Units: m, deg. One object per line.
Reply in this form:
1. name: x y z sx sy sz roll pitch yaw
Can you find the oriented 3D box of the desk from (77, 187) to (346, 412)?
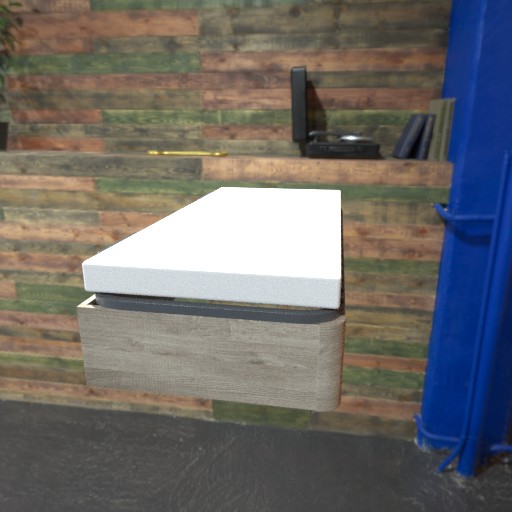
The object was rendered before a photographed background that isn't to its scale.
1. desk: 0.000 0.000 2.330 0.900 0.455 1.900 3 17 10
